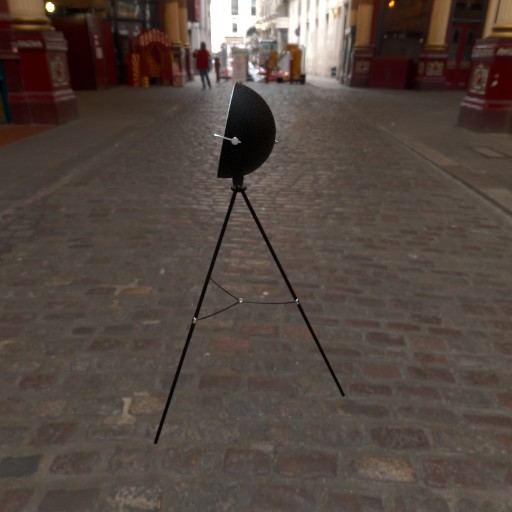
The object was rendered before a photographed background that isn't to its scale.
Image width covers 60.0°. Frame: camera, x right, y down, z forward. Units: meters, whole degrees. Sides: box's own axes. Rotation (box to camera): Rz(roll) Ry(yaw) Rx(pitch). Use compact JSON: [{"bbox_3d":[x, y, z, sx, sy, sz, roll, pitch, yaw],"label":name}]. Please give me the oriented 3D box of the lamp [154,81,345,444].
[{"bbox_3d":[0.000,0.000,2.057,0.920,1.512,0.817,0,25,0],"label":"lamp"}]
